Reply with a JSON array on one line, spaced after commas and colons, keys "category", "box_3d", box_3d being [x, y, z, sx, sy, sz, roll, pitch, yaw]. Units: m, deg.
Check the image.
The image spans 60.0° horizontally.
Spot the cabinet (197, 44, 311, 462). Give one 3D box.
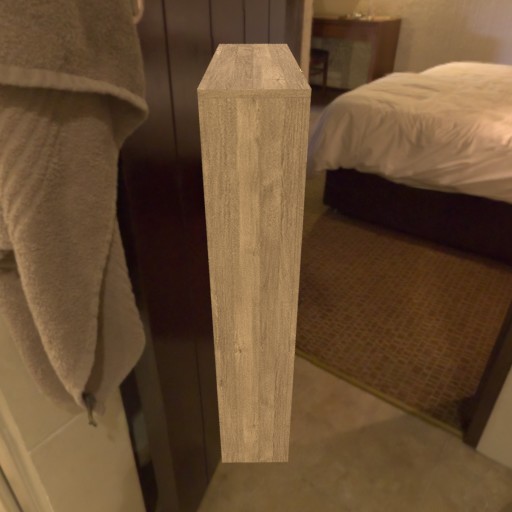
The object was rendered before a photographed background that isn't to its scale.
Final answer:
[{"category": "cabinet", "box_3d": [0.000, 0.000, 1.571, 0.250, 1.280, 0.750, 0, 32, 0]}]
